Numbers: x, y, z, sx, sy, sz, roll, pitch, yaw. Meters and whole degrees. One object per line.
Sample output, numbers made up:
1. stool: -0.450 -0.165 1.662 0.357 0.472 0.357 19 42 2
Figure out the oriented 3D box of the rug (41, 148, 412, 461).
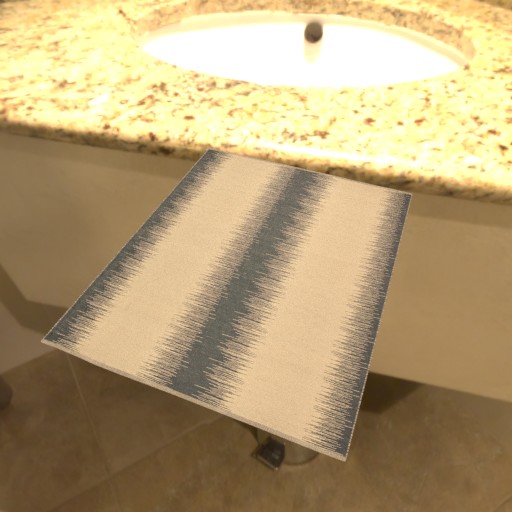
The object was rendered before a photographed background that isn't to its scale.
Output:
1. rug: 0.000 0.000 4.150 2.453 0.004 3.037 16 48 15
